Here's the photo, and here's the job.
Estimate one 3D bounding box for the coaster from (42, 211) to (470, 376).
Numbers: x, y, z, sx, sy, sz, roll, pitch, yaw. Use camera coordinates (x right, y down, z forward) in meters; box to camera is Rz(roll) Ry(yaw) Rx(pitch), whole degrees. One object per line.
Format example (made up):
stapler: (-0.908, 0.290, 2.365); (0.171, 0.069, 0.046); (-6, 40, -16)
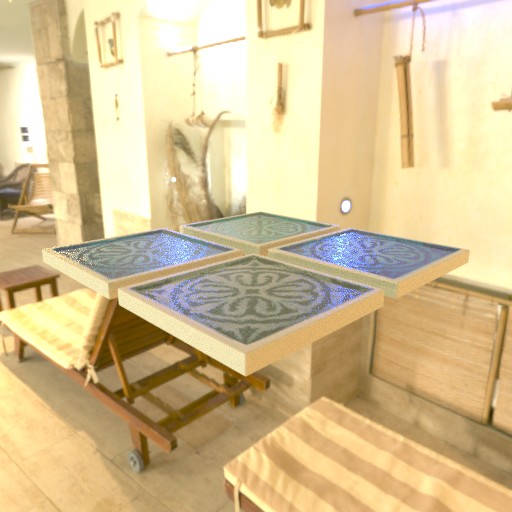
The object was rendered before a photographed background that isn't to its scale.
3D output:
coaster: (0.000, 0.000, 0.317); (0.219, 0.010, 0.214); (-15, 22, -42)
